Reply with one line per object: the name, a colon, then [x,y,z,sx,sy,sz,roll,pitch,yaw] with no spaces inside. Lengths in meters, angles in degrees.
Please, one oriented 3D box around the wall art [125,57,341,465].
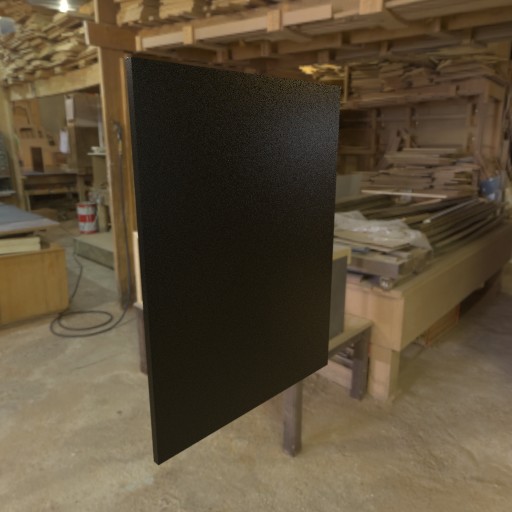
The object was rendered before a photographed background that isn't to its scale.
wall art: [0.000,0.000,0.765,0.013,0.582,0.442,14,21,43]
